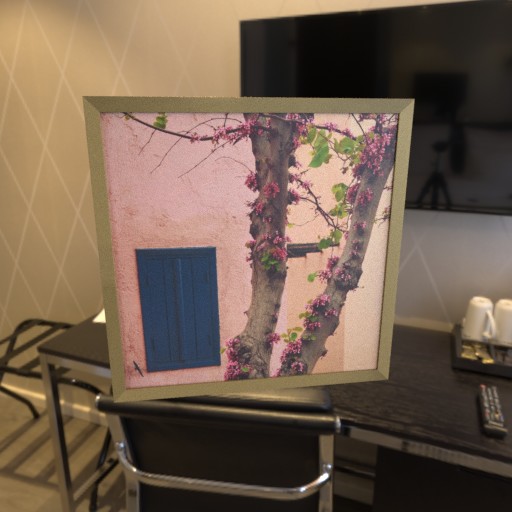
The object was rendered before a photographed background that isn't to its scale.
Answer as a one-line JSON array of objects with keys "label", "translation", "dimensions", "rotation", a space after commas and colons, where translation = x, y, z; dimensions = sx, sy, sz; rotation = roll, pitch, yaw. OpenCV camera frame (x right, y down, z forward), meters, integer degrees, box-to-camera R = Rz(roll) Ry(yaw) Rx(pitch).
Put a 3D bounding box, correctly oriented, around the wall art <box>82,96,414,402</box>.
[{"label": "wall art", "translation": [0.000, 0.000, 1.133], "dimensions": [0.762, 0.762, 0.038], "rotation": [-2, 16, -8]}]
